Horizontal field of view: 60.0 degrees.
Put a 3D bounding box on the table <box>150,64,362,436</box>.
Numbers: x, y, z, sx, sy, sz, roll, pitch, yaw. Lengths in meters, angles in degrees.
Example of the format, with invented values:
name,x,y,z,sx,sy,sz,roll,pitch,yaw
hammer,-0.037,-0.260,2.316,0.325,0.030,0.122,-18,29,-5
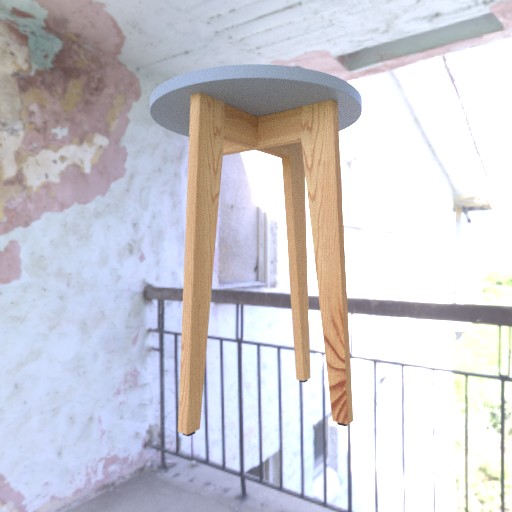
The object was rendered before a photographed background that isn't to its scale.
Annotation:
name,x,y,z,sx,sy,sz,roll,pitch,yaw
table,0.000,0.000,0.752,0.350,0.500,0.350,0,0,0
